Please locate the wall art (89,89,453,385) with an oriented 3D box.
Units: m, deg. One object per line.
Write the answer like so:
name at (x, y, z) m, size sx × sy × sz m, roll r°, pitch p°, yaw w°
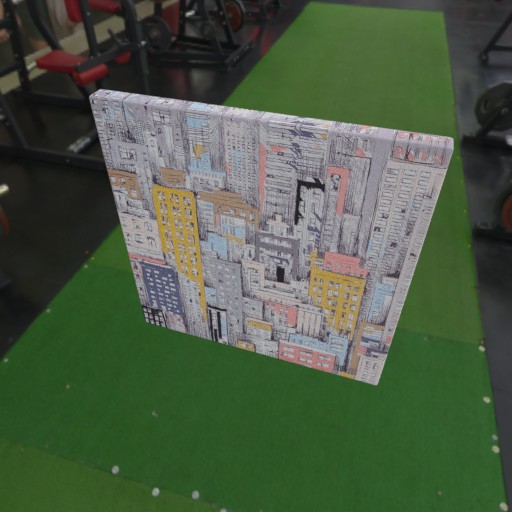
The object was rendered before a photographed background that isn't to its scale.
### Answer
wall art at (0.000, 0.000, 1.148) m, size 0.761 × 0.762 × 0.048 m, roll 12°, pitch 43°, yaw 14°
